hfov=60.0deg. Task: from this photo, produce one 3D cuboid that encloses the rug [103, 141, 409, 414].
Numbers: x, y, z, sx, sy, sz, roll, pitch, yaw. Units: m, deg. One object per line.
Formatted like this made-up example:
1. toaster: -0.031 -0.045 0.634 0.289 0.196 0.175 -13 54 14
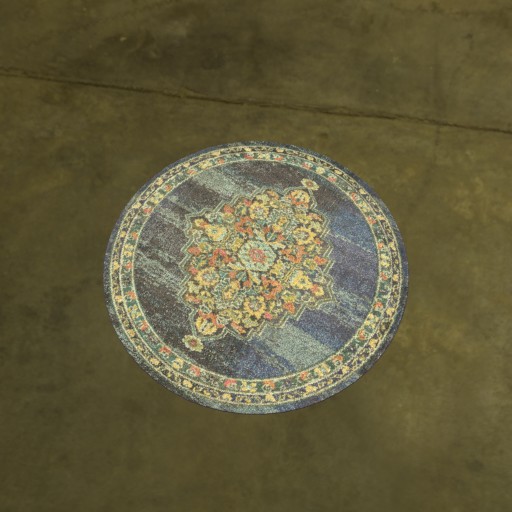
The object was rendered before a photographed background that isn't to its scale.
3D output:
1. rug: 0.000 0.000 2.335 1.591 0.010 1.591 0 62 0
